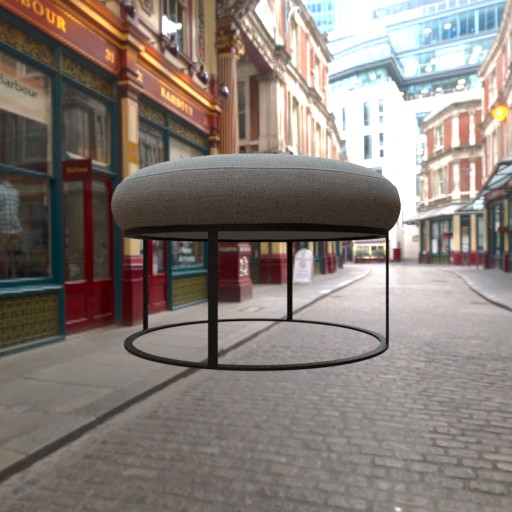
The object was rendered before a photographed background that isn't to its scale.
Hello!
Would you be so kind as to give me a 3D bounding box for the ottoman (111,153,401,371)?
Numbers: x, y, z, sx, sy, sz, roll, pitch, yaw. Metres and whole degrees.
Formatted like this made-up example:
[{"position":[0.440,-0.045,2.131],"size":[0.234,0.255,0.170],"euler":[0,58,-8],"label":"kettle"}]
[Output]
[{"position":[0.000,0.000,1.234],"size":[0.769,0.459,0.769],"euler":[0,0,0],"label":"ottoman"}]
